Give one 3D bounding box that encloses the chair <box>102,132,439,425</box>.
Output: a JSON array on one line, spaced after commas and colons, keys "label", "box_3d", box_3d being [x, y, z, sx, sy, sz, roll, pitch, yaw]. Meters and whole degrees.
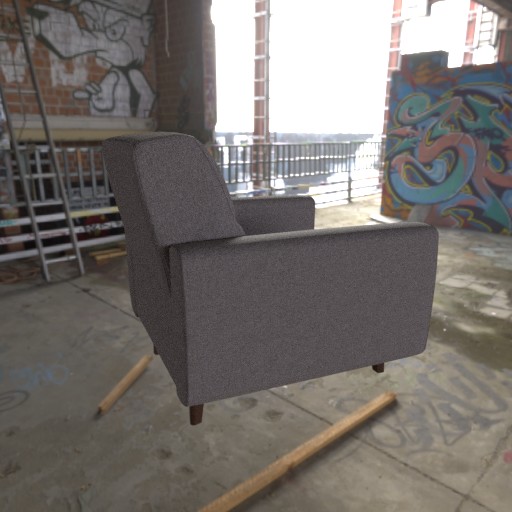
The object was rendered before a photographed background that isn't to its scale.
[{"label": "chair", "box_3d": [0.000, 0.000, 1.556, 0.907, 0.839, 0.831, -7, 17, -24]}]
